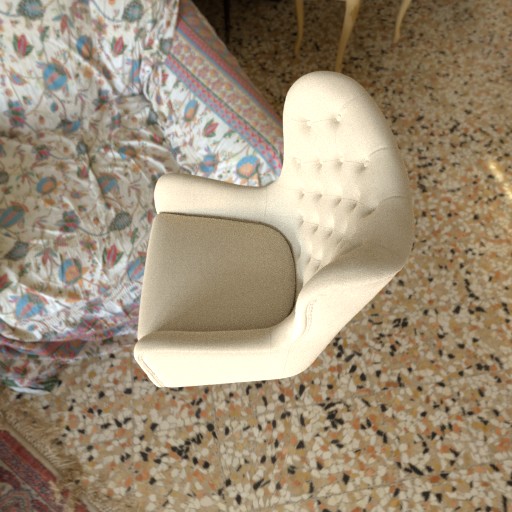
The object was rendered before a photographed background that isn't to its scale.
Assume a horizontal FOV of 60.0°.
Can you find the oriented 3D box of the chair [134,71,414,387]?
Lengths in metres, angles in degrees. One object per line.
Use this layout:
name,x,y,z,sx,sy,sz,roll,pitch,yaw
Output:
chair,0.000,0.000,1.737,0.929,1.079,0.831,-1,58,0
